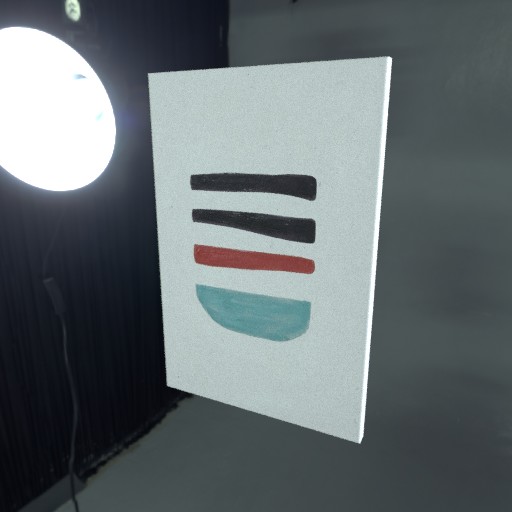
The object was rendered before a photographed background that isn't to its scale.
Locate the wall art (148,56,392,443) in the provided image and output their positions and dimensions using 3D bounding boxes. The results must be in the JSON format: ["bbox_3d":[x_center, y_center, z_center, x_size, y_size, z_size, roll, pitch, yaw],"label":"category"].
[{"bbox_3d":[0.000,0.000,1.151,0.607,0.912,0.038,8,17,25],"label":"wall art"}]
